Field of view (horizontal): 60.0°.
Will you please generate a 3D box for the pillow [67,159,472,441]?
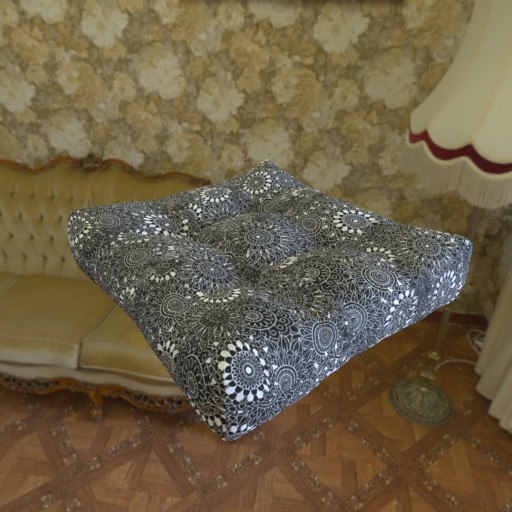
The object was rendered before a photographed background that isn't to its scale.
[{"bbox_3d":[0.000,0.000,0.717,0.468,0.128,0.490,-21,36,-32],"label":"pillow"}]
